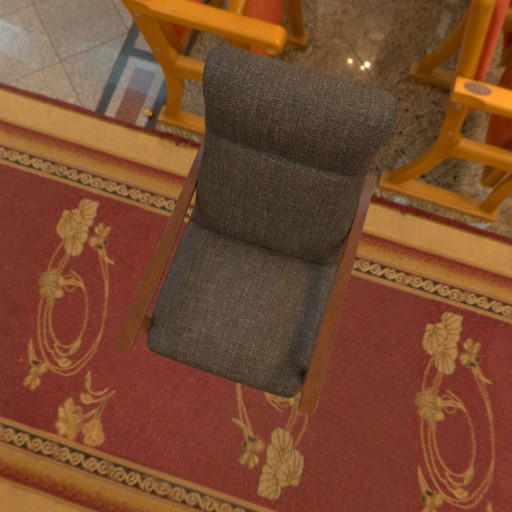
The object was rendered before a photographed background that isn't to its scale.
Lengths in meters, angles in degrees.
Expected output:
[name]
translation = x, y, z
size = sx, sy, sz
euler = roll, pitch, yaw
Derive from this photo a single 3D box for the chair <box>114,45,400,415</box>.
[chair]
translation = 0.000, 0.000, 1.777
size = 0.762, 1.082, 1.014
euler = 18, 77, 4
